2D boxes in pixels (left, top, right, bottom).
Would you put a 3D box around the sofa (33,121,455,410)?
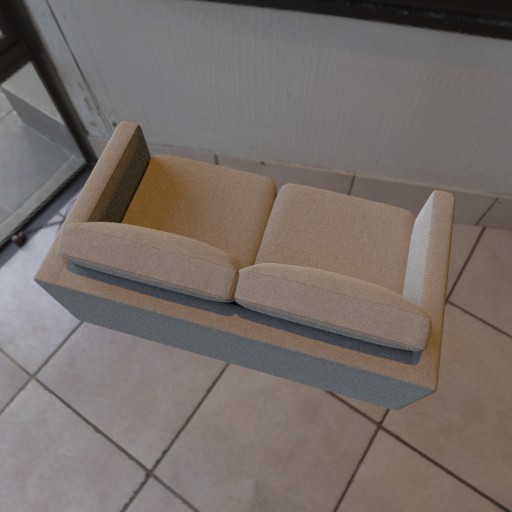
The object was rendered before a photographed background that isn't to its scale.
[{"bbox_3d":[0.000,0.000,2.256,1.731,0.900,1.000,14,64,7],"label":"sofa"}]
